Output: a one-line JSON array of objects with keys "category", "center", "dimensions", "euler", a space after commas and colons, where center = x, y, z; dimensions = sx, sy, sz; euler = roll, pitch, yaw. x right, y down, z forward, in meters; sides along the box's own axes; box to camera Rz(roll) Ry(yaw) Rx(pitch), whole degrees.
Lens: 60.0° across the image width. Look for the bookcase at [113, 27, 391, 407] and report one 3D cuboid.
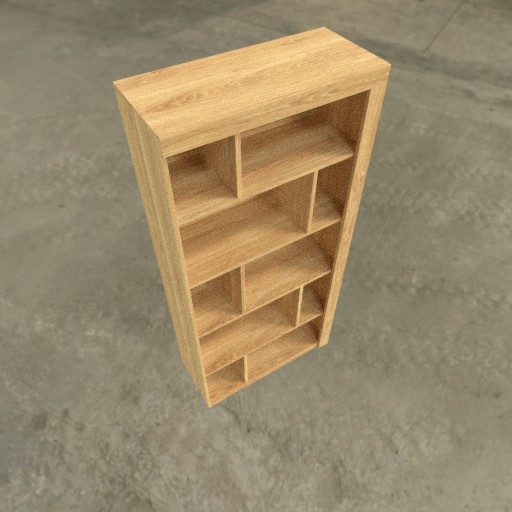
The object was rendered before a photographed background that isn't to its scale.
[{"category": "bookcase", "center": [0.000, 0.000, 2.385], "dimensions": [0.950, 2.020, 0.420], "euler": [-24, 52, -20]}]
